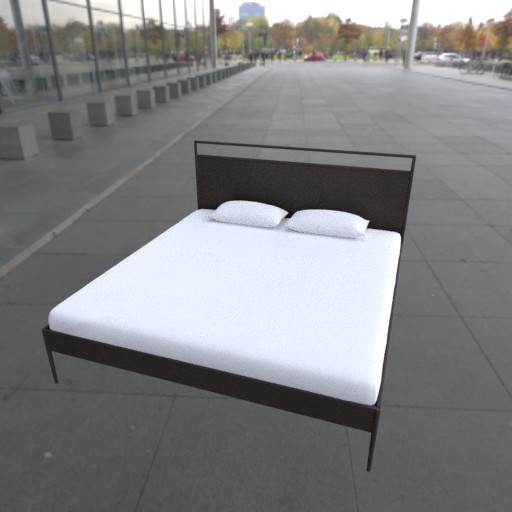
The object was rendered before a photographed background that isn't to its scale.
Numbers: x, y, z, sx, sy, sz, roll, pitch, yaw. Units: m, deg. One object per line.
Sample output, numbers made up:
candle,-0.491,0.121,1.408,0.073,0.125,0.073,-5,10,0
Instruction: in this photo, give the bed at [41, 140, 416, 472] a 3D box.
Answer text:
bed,0.000,0.000,3.215,1.993,1.173,2.151,8,26,18
